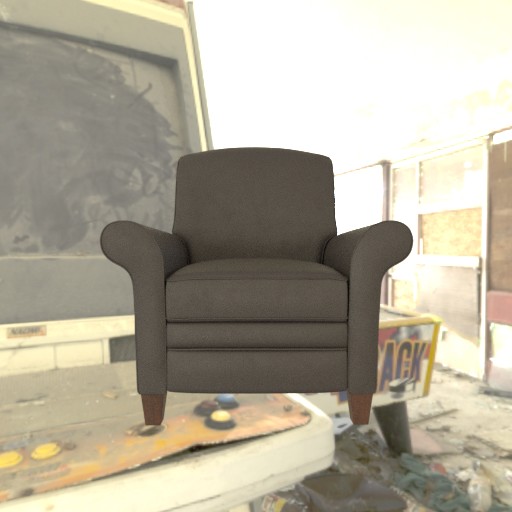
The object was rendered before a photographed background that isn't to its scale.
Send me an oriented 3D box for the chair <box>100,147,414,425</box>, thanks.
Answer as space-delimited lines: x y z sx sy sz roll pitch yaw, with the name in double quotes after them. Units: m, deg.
0.000 0.000 1.812 0.978 1.061 0.902 0 1 -1 "chair"
